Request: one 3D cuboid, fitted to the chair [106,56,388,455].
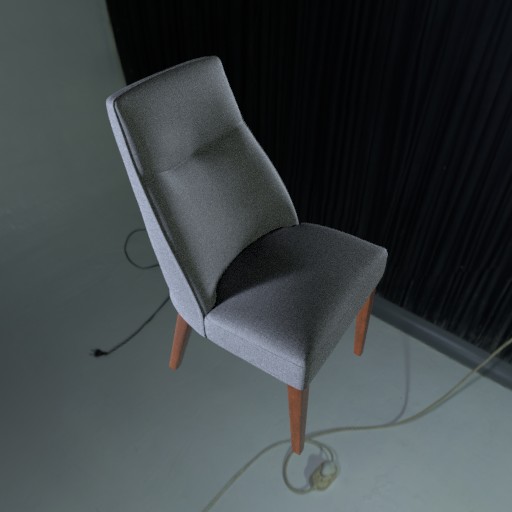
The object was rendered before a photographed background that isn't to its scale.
[{"bbox_3d":[0.000,0.000,1.267,0.620,0.930,0.500,24,47,25],"label":"chair"}]
